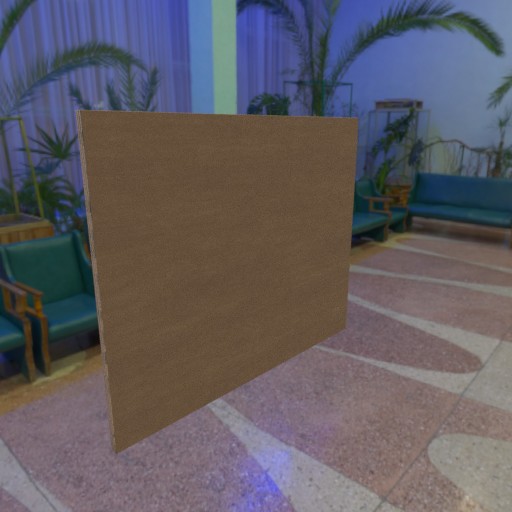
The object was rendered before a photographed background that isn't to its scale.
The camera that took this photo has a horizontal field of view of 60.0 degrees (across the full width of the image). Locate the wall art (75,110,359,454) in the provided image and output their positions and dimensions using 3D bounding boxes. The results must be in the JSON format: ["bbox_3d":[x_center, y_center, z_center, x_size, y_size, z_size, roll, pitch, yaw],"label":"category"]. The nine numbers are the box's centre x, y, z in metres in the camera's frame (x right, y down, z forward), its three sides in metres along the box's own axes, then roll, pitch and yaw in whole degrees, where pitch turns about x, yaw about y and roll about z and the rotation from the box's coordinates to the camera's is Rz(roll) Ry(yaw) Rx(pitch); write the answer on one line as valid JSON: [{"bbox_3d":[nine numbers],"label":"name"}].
[{"bbox_3d":[0.000,0.000,0.674,0.012,0.408,0.508,15,22,42],"label":"wall art"}]
